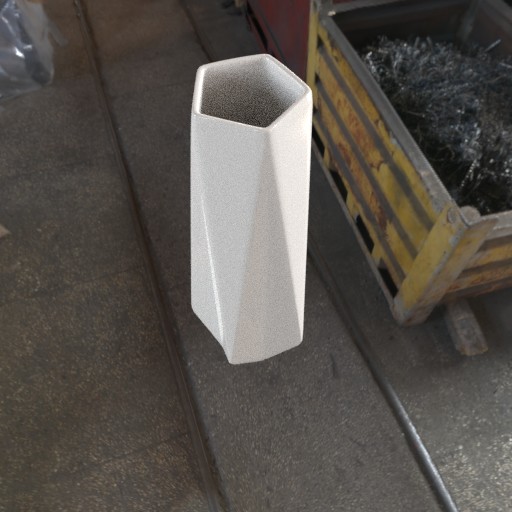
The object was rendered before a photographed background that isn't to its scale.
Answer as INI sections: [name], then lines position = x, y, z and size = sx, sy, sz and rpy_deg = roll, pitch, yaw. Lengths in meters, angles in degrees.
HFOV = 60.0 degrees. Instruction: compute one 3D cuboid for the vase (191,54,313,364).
[vase]
position = 0.000, 0.000, 0.381
size = 0.116, 0.329, 0.122
rpy_deg = 32, 63, 19
